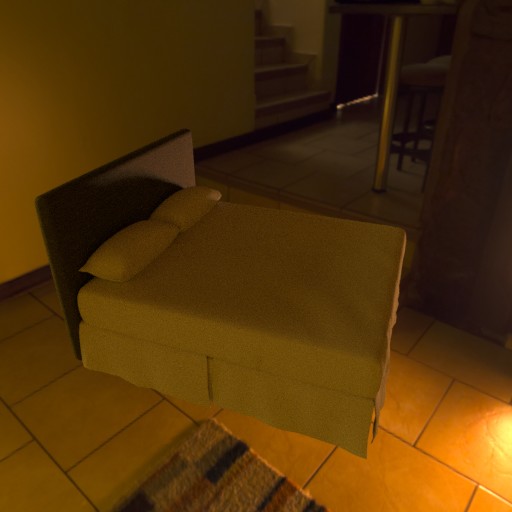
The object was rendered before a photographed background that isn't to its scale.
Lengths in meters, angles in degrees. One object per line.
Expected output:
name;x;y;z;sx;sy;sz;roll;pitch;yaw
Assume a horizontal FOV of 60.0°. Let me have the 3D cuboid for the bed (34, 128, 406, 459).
bed;0.000;0.000;3.297;2.142;1.330;1.884;10;31;18
